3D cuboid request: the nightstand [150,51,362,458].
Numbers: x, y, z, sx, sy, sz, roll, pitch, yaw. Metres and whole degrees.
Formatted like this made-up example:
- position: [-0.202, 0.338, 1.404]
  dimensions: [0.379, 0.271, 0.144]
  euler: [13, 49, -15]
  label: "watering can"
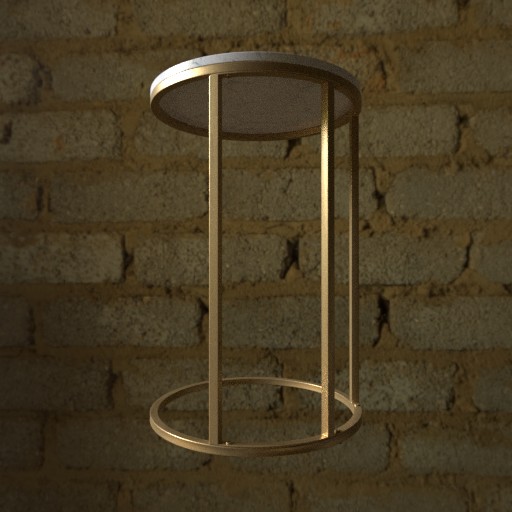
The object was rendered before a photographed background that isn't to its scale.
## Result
- position: [0.000, 0.000, 0.861]
  dimensions: [0.400, 0.610, 0.400]
  euler: [0, 0, -37]
  label: "nightstand"
